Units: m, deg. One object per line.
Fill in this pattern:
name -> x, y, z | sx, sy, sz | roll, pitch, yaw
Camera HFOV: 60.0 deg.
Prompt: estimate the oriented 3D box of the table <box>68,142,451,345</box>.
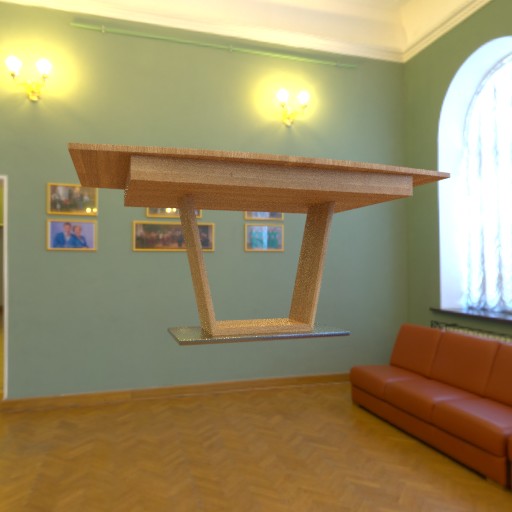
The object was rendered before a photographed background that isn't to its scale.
table -> 0.000, 0.000, 2.113 | 1.598, 0.748, 0.900 | 0, -1, -18
